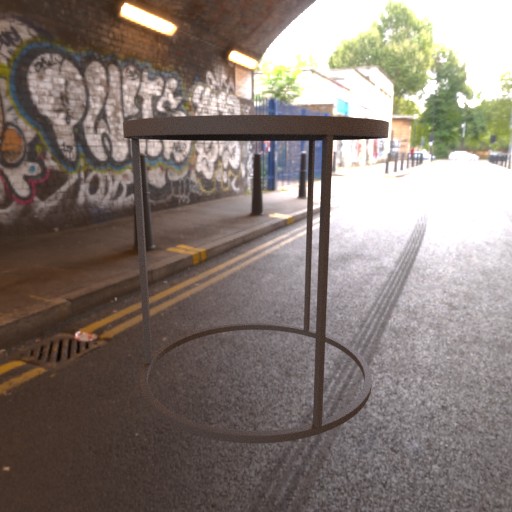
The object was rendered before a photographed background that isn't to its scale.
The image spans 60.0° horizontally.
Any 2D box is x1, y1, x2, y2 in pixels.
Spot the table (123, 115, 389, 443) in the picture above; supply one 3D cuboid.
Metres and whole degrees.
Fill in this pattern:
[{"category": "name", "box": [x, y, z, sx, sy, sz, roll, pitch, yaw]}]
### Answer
[{"category": "table", "box": [0.000, 0.000, 0.872, 0.470, 0.498, 0.470, 0, 13, 0]}]
